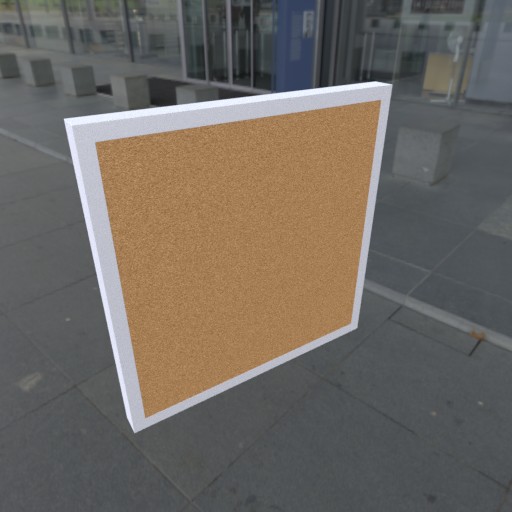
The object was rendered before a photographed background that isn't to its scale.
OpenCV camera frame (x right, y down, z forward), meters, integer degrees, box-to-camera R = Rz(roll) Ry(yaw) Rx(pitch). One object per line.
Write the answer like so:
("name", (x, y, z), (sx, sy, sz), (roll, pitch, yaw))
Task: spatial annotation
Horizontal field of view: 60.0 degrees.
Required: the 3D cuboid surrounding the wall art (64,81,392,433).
("wall art", (0.000, 0.000, 0.748), (0.507, 0.508, 0.038), (-18, 34, -28))
